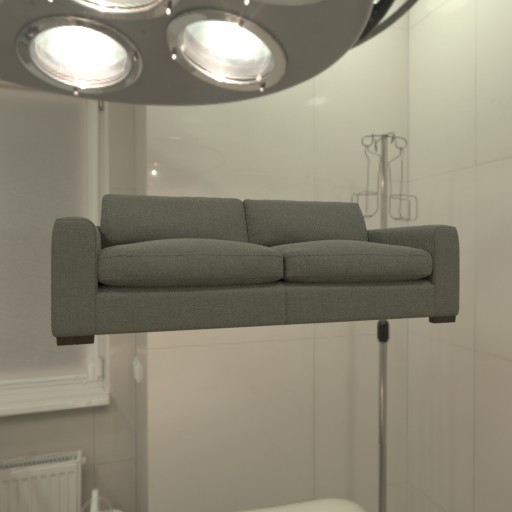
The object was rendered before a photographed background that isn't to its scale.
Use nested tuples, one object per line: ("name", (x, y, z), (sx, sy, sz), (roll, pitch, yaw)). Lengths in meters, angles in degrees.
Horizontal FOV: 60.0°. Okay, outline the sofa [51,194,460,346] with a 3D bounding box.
("sofa", (0.000, 0.000, 2.791), (2.262, 0.801, 1.070), (0, 1, -18))
